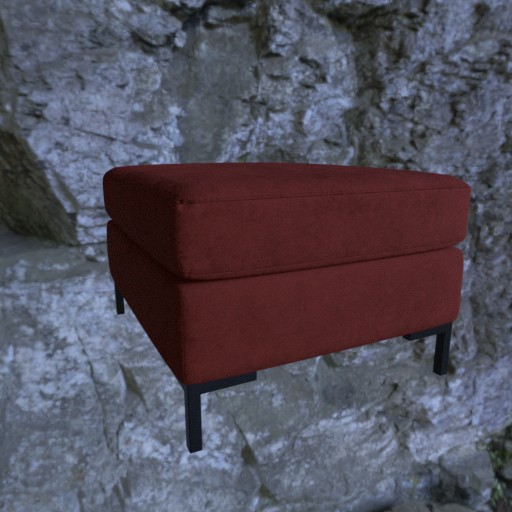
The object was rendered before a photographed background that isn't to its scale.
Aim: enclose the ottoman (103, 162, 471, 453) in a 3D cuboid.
[{"bbox_3d":[0.000,0.000,1.145,0.650,0.462,0.782,-7,15,-26],"label":"ottoman"}]
